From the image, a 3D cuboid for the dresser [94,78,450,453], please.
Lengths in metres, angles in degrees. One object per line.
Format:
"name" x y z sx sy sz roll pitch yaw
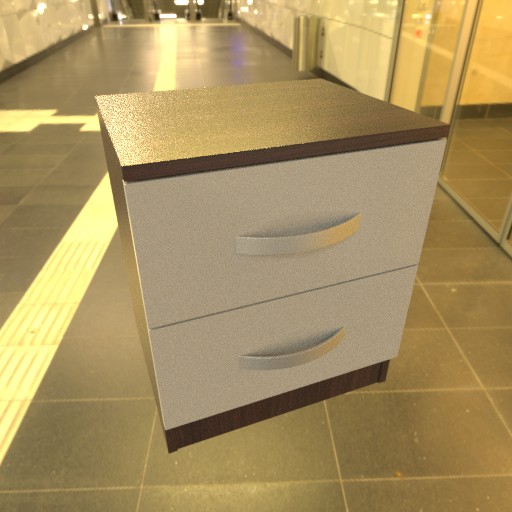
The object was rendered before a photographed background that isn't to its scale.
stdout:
"dresser" 0.000 0.000 0.734 0.400 0.470 0.360 -12 34 -18
